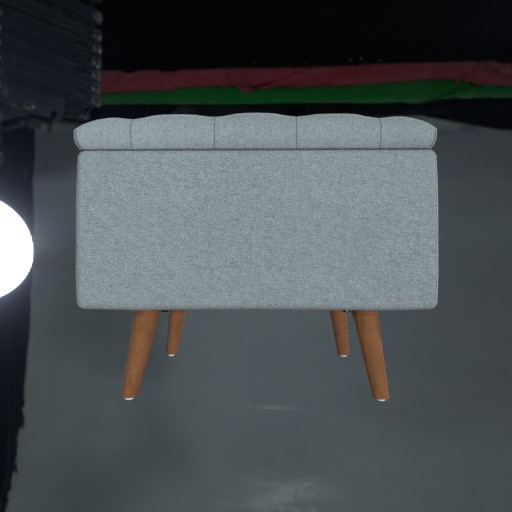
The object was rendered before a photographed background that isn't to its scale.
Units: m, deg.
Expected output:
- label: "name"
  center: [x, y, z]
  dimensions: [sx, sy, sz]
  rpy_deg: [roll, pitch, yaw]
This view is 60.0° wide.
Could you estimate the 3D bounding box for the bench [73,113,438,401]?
- label: "bench"
  center: [0.000, 0.000, 0.884]
  dimensions: [0.572, 0.469, 0.417]
  rpy_deg: [0, -1, 1]
